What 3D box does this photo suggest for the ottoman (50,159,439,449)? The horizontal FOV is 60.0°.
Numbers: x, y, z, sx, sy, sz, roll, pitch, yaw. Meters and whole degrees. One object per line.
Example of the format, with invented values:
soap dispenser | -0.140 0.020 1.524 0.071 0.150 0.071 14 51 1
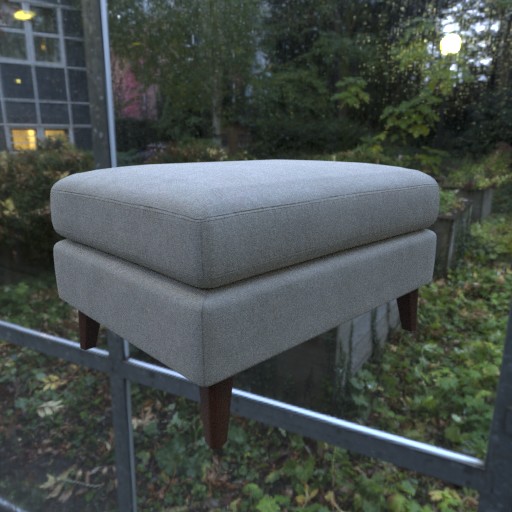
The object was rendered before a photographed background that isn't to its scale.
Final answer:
ottoman | 0.000 0.000 1.163 0.823 0.478 0.610 -14 20 -42
